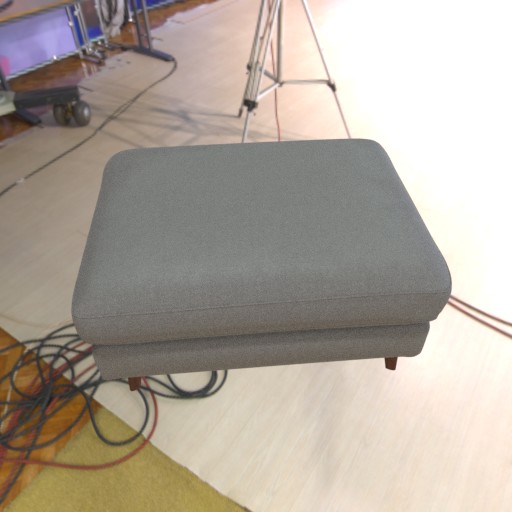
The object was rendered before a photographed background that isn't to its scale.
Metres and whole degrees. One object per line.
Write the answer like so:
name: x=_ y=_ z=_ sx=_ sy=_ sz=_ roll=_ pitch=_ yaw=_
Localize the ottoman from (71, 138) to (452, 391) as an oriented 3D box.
ottoman: x=0.000 y=0.000 z=1.196 sx=0.811 sy=0.449 sz=0.608 roll=-4 pitch=45 yaw=-4
